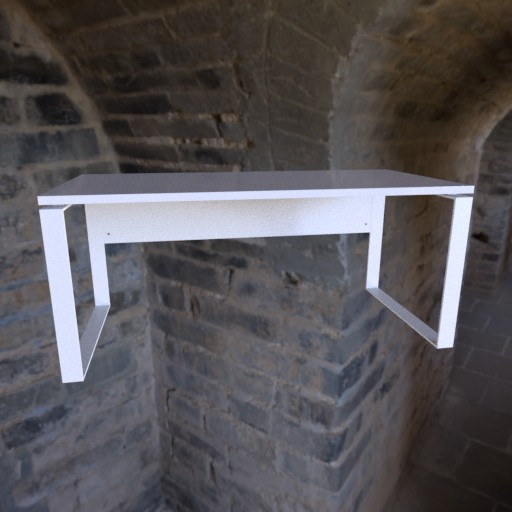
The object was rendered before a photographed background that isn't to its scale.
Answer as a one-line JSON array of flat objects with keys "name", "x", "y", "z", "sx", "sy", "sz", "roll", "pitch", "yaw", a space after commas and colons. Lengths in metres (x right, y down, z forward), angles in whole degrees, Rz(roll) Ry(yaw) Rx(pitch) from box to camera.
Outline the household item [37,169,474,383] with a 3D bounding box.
[{"name": "household item", "x": 0.000, "y": 0.000, "z": 2.177, "sx": 1.700, "sy": 0.745, "sz": 0.800, "roll": -3, "pitch": 16, "yaw": -10}]
